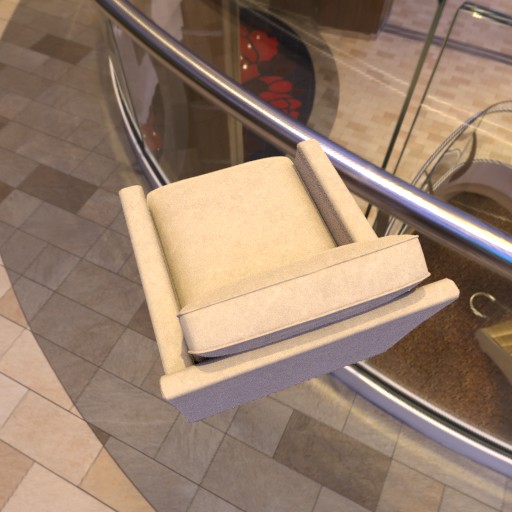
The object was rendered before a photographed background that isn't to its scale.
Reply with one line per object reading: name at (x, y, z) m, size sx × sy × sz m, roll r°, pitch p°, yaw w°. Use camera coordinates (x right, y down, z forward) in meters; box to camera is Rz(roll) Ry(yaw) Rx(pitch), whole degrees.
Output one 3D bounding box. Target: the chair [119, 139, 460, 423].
chair at (0.000, 0.000, 1.676) m, size 0.853 × 0.943 × 1.014 m, roll -17°, pitch 59°, yaw -10°
